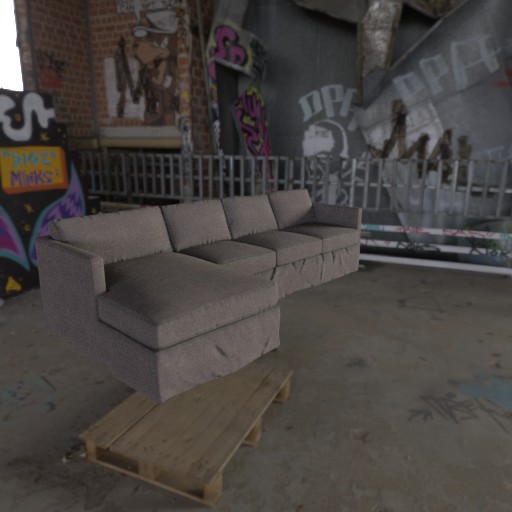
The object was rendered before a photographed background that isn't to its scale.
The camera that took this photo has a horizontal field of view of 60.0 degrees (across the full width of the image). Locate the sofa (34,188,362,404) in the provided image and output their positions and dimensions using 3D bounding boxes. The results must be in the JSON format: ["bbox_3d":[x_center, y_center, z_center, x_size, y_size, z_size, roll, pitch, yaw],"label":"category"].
[{"bbox_3d":[0.000,0.000,3.956,1.650,0.922,3.205,13,19,43],"label":"sofa"}]
